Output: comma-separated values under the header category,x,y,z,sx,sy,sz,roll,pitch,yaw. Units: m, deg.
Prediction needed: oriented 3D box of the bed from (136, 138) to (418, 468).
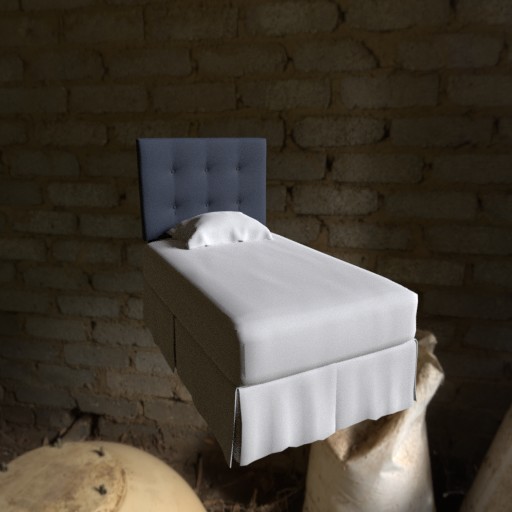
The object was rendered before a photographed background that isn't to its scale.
category,x,y,z,sx,sy,sz,roll,pitch,yaw
bed,0.000,0.000,3.083,1.261,1.571,1.997,-8,17,-26
